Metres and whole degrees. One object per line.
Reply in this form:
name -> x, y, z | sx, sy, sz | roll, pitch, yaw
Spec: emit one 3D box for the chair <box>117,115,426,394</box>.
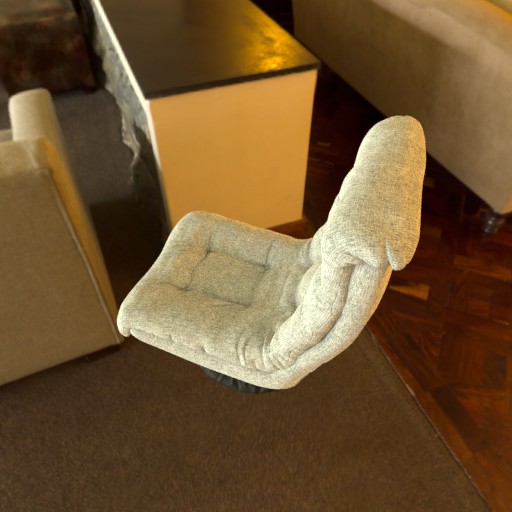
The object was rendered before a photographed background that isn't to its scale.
chair -> 0.000, 0.000, 0.977 | 0.583, 0.600, 0.400 | 14, 48, 13
